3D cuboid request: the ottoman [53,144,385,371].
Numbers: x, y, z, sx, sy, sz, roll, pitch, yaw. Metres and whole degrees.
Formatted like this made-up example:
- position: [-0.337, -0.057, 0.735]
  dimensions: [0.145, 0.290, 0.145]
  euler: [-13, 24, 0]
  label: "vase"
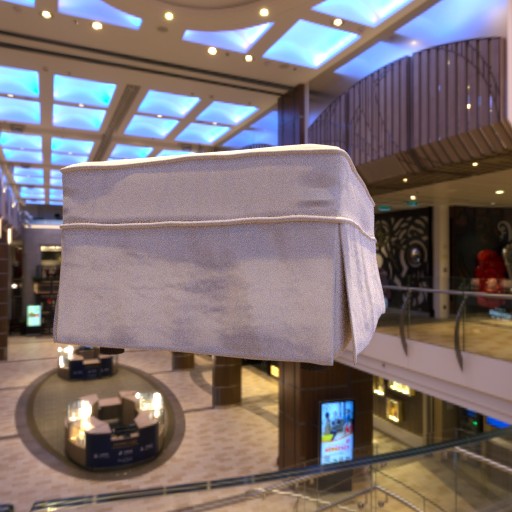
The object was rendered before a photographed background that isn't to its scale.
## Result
- position: [0.000, 0.000, 1.324]
  dimensions: [0.703, 0.479, 0.944]
  euler: [0, -1, 19]
  label: "ottoman"
